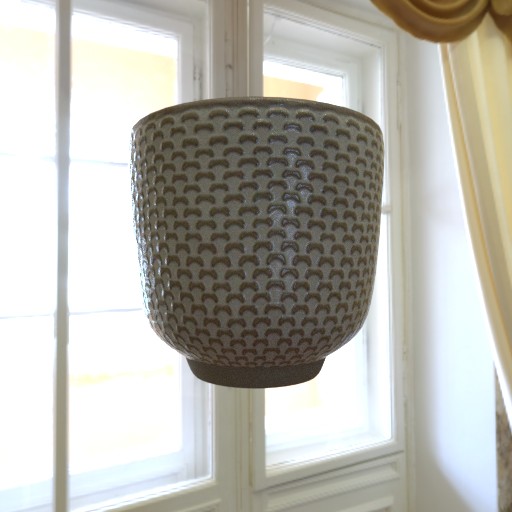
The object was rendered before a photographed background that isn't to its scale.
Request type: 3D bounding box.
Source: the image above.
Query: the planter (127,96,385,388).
[{"bbox_3d":[0.000,0.000,0.249,0.139,0.130,0.139,0,-1,0],"label":"planter"}]
